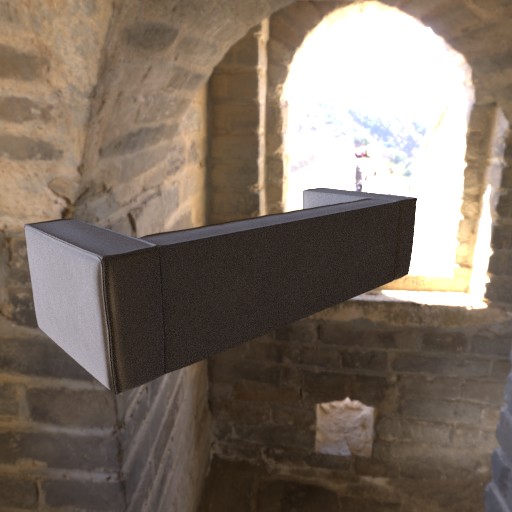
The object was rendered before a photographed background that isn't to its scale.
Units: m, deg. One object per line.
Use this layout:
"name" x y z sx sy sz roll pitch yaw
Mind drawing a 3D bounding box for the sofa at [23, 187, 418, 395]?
"sofa" 0.000 0.000 3.082 2.697 0.680 1.038 -14 20 -41
